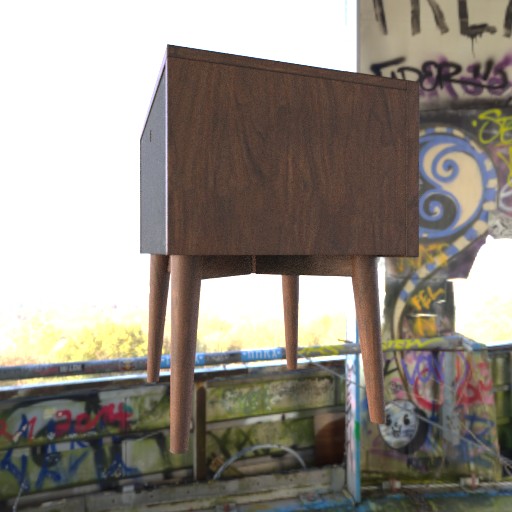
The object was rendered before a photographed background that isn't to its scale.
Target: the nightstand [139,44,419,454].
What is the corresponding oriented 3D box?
[{"bbox_3d":[0.000,0.000,0.948,0.445,0.607,0.521,0,0,-19],"label":"nightstand"}]
